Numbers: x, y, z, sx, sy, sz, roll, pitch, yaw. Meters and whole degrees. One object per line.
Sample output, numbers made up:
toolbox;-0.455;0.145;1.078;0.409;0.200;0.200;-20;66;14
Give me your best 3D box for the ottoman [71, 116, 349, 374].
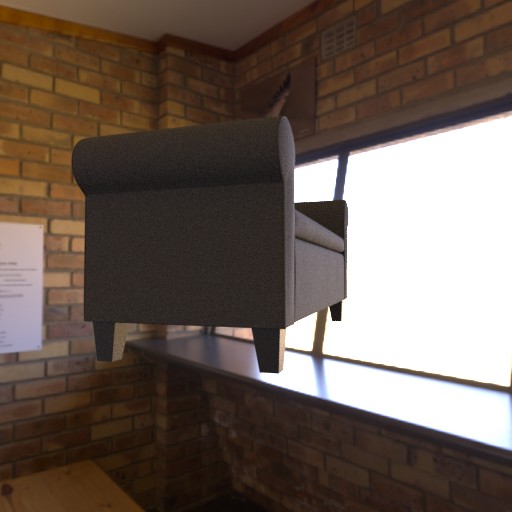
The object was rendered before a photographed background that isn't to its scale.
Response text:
ottoman;0.000;0.000;1.544;0.521;0.547;1.256;-1;-2;18
